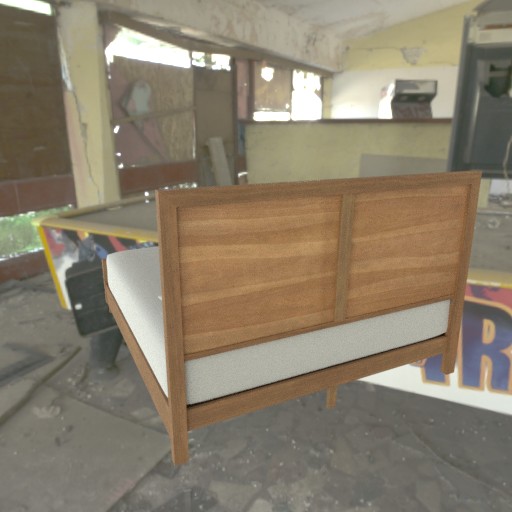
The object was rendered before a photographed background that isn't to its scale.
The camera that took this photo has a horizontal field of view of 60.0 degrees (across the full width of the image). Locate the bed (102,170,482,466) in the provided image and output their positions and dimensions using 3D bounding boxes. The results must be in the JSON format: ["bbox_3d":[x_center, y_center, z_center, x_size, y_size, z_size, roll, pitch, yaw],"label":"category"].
[{"bbox_3d":[0.000,0.000,3.414,2.003,1.387,2.184,-8,18,-25],"label":"bed"}]
